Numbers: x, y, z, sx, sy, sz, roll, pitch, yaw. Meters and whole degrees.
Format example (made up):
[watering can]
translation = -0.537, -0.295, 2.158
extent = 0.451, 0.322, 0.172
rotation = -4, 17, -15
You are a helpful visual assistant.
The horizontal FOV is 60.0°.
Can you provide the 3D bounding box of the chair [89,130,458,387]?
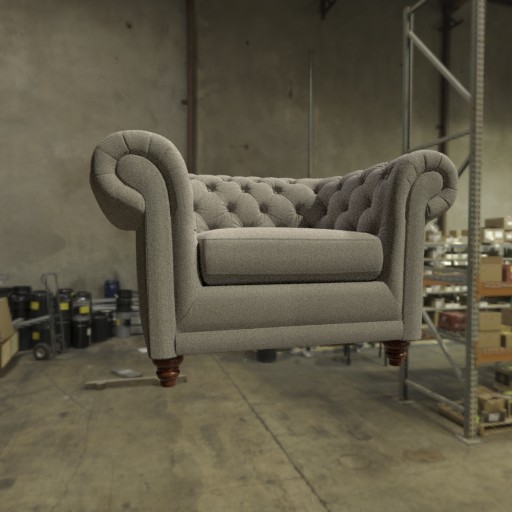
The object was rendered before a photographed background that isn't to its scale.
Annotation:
[chair]
translation = 0.000, 0.000, 1.865
extent = 1.270, 0.770, 0.976
rotation = 0, 2, -17
